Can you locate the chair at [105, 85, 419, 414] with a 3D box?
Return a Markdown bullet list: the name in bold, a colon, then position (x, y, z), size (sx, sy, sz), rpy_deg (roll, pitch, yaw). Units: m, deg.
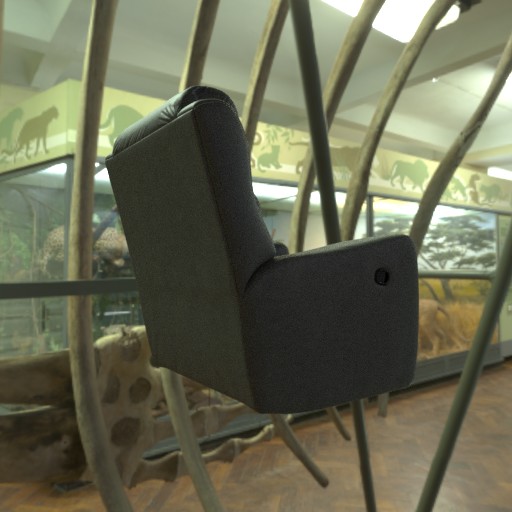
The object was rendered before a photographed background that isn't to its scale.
- **chair**: position (0.000, 0.000, 1.930), size (1.068, 1.116, 0.965), rpy_deg (1, -1, -36)
